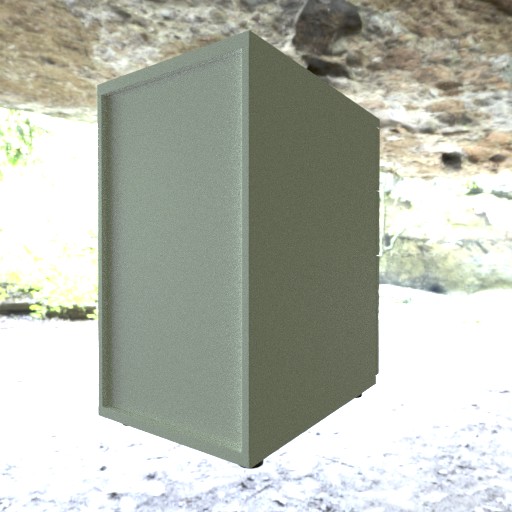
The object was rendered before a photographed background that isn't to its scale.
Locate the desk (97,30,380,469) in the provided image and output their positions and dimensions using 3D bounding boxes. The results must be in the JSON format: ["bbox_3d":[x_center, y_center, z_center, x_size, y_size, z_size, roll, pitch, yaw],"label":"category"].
[{"bbox_3d":[0.000,0.000,1.073,0.404,0.730,0.600,0,1,36],"label":"desk"}]
